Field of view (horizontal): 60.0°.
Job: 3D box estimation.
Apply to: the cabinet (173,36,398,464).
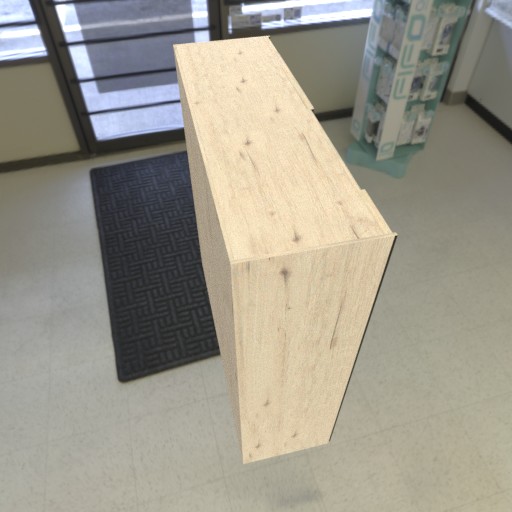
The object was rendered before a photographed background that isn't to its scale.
[{"bbox_3d":[0.000,0.000,3.127,0.660,2.180,2.000,-10,48,-9],"label":"cabinet"}]
